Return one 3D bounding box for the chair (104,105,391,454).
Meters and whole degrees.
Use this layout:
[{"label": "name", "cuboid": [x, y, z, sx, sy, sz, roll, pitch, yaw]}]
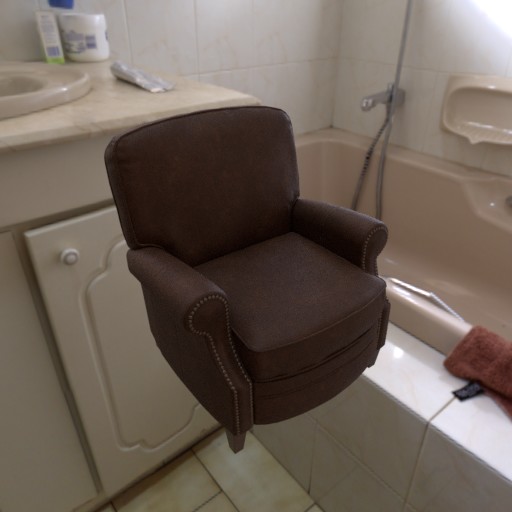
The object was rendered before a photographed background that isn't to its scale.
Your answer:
[{"label": "chair", "cuboid": [0.000, 0.000, 1.765, 0.936, 1.018, 0.986, -21, 37, -31]}]
